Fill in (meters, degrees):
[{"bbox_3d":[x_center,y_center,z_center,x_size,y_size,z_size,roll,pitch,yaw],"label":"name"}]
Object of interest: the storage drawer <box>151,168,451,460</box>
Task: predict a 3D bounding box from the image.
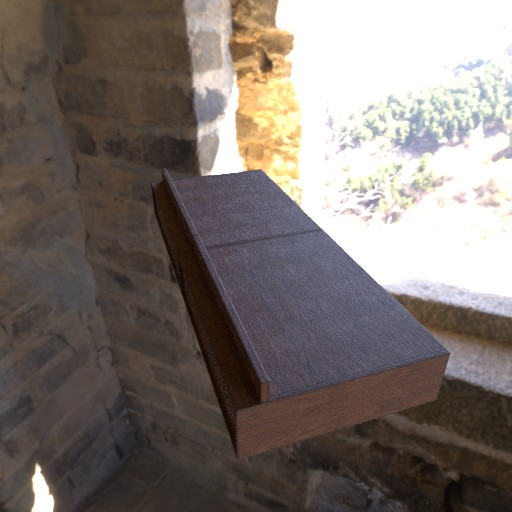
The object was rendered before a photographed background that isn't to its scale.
[{"bbox_3d":[0.000,0.000,2.212,0.774,0.339,1.914,-10,32,-16],"label":"storage drawer"}]
